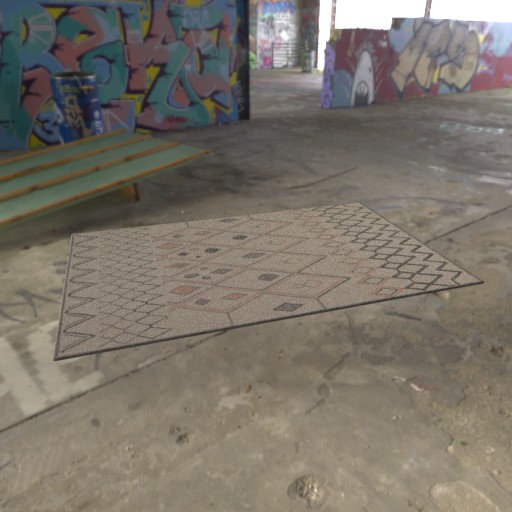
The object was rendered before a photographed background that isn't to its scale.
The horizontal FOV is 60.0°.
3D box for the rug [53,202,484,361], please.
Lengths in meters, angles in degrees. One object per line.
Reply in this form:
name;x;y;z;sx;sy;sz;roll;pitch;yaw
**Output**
rug;0.000;0.000;3.020;2.438;0.015;1.524;-8;27;-15
